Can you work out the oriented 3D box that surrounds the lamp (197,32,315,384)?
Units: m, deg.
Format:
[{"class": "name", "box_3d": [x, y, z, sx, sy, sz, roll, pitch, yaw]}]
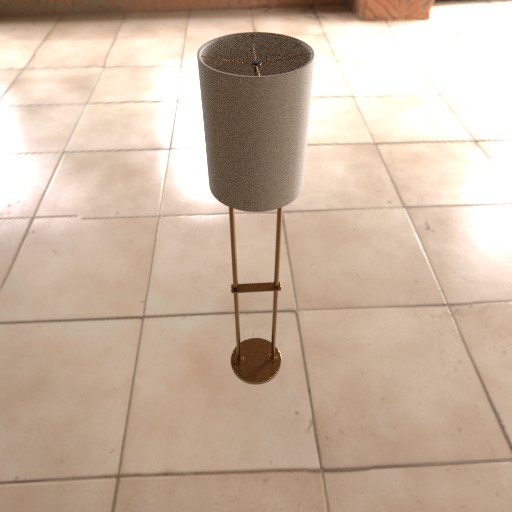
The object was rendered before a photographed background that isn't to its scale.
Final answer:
[{"class": "lamp", "box_3d": [0.000, 0.000, 1.682, 0.306, 1.500, 0.305, -3, 45, -3]}]
